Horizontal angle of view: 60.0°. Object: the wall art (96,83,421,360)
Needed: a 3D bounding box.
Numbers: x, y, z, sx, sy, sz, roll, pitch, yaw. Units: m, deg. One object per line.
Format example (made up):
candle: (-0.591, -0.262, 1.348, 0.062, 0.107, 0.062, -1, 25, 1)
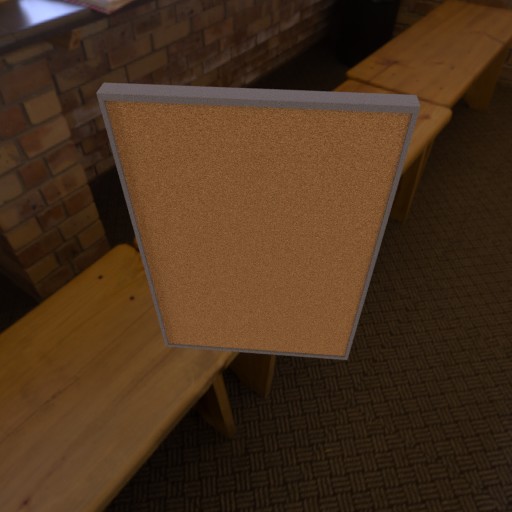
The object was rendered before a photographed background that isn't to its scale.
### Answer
wall art: (0.000, 0.000, 0.982, 0.511, 0.753, 0.039, 4, 47, 3)
